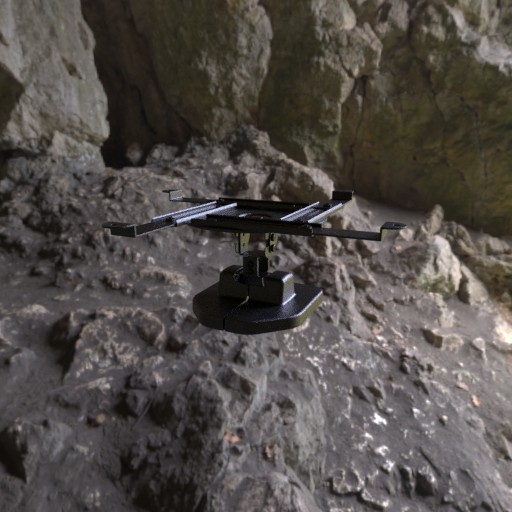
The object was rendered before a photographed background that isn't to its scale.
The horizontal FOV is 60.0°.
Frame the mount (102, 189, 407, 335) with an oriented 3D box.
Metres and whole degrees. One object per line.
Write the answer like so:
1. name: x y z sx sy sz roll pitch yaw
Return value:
1. mount: 0.000 0.000 0.596 0.394 0.141 0.394 7 17 24
